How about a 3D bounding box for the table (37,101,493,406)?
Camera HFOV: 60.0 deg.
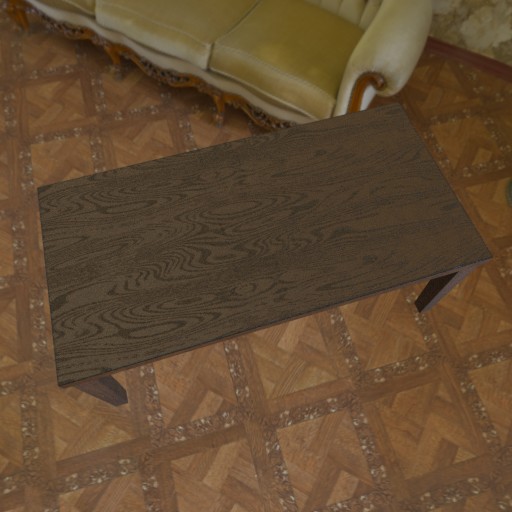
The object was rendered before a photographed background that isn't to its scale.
[{"bbox_3d":[0.000,0.000,2.469,1.981,0.762,1.016,-15,65,-7],"label":"table"}]
